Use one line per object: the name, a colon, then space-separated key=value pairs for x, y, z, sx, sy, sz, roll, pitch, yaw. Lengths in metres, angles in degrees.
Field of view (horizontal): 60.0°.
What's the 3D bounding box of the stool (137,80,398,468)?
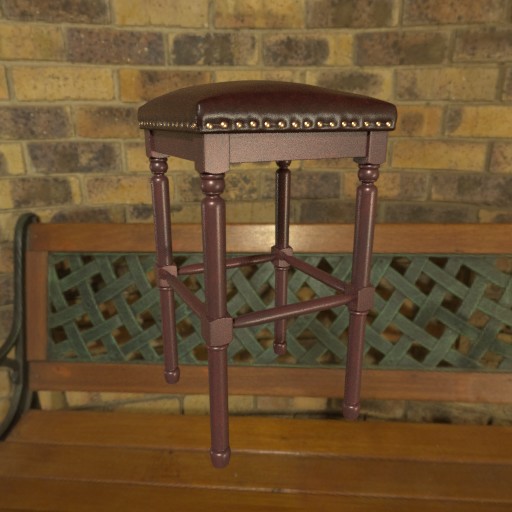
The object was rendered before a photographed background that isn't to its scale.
stool: x=0.000 y=0.000 z=0.954 sx=0.382 sy=0.702 sz=0.383 roll=-9 pitch=19 yaw=-26
